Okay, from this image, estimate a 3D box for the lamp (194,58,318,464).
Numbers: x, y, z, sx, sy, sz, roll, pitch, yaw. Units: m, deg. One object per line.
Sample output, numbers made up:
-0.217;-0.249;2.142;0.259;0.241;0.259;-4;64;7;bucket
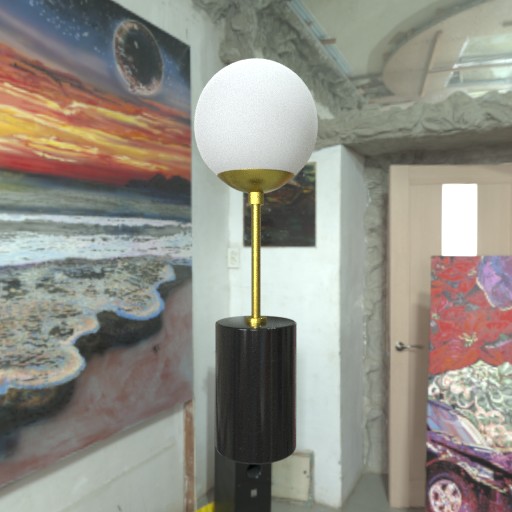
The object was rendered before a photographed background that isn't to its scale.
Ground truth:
0.000;0.000;0.558;0.153;0.480;0.153;0;1;0;lamp
